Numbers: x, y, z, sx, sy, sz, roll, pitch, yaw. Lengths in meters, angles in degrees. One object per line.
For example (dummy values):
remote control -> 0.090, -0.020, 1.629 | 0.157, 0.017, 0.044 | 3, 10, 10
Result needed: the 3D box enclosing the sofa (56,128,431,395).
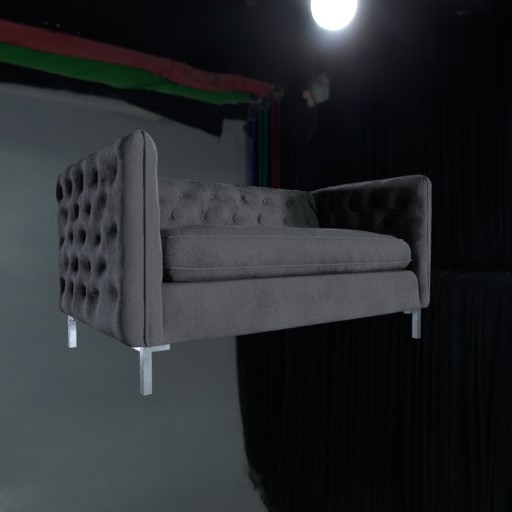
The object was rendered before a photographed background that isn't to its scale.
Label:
sofa -> 0.000, 0.000, 2.088 | 1.583, 0.810, 0.909 | -1, 2, -36
